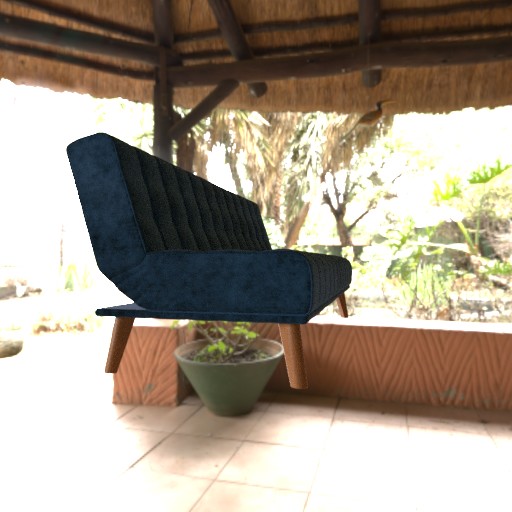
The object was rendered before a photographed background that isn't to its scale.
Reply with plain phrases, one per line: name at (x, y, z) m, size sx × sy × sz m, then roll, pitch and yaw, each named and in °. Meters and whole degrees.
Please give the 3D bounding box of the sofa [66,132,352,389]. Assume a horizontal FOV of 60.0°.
sofa at (0.000, 0.000, 2.266) m, size 0.855 × 0.813 × 1.804 m, roll 0°, pitch -1°, yaw 16°
